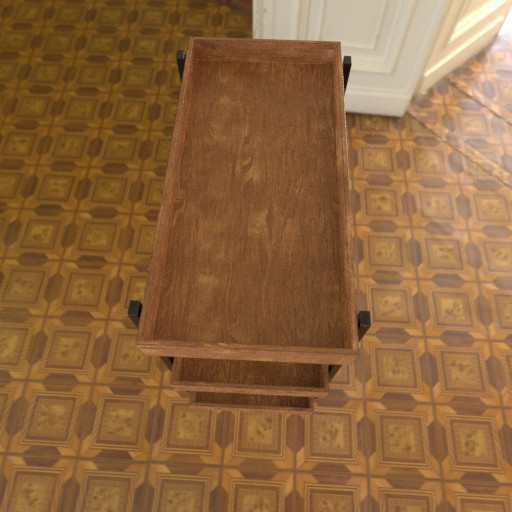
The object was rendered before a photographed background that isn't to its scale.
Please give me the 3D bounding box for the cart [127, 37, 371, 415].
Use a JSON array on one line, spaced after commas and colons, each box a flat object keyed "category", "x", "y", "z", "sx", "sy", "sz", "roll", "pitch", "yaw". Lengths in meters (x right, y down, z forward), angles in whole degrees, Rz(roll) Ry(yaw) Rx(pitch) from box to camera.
[{"category": "cart", "x": 0.000, "y": 0.000, "z": 1.237, "sx": 0.411, "sy": 0.800, "sz": 0.750, "roll": 2, "pitch": 63, "yaw": 1}]
